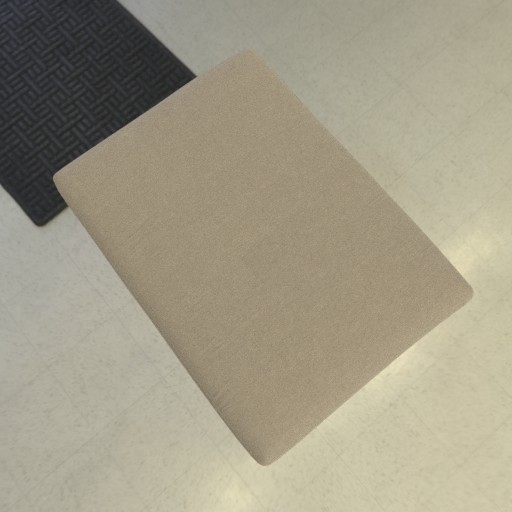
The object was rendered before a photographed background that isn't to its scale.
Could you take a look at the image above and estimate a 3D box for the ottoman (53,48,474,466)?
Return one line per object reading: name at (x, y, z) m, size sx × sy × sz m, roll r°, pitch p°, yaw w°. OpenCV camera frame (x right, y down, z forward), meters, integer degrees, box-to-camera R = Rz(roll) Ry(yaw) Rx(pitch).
ottoman at (0.000, 0.000, 1.132) m, size 0.569 × 0.500 × 0.771 m, roll -37°, pitch 79°, yaw -9°
